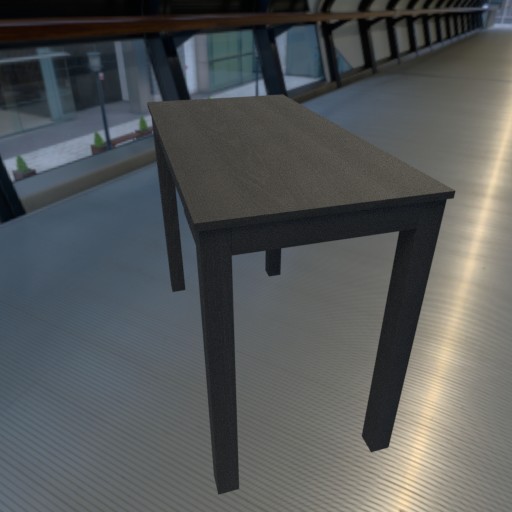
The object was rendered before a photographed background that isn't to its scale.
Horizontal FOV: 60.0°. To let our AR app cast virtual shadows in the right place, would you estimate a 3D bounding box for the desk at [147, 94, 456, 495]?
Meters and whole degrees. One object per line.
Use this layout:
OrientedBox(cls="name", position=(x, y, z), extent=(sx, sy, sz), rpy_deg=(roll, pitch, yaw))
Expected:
OrientedBox(cls="desk", position=(0.000, 0.000, 1.381), extent=(0.499, 0.762, 0.991), rpy_deg=(-8, 31, -14))
